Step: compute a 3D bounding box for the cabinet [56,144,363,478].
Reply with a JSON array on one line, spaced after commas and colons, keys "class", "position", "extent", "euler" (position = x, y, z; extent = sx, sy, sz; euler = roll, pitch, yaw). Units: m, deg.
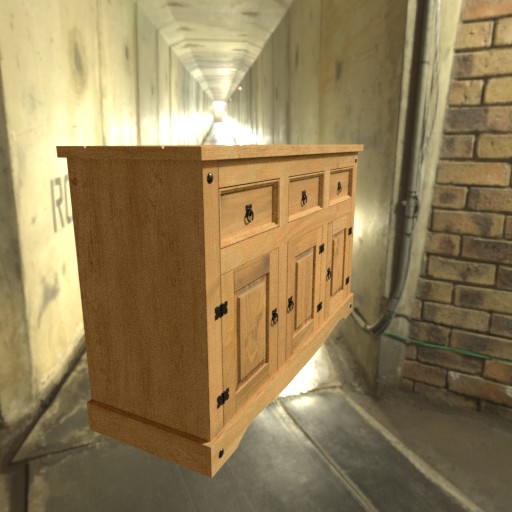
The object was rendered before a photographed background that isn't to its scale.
[{"class": "cabinet", "position": [0.000, 0.000, 1.669], "extent": [0.432, 0.810, 1.321], "euler": [7, 16, 26]}]
